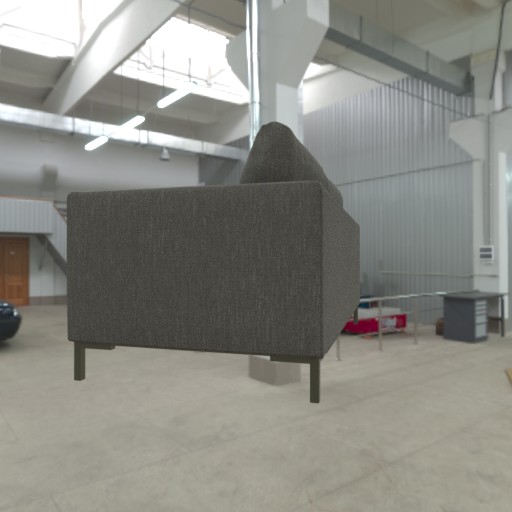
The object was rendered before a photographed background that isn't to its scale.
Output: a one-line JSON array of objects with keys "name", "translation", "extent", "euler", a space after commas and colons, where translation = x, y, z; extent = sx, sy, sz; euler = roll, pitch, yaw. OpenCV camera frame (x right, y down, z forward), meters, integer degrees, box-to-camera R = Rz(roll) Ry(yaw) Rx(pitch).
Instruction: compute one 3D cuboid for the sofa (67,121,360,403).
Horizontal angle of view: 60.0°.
[{"name": "sofa", "translation": [0.000, 0.000, 2.134], "extent": [0.875, 0.840, 1.682], "euler": [0, 0, 17]}]
